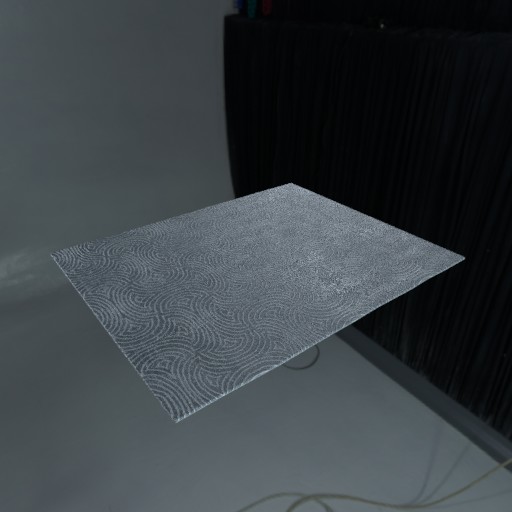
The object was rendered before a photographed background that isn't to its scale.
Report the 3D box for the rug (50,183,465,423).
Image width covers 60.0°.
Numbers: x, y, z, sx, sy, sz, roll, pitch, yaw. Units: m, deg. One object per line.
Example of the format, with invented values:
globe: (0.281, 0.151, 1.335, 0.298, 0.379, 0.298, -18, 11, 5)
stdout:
rug: (0.000, 0.000, 4.161, 3.042, 0.021, 2.456, -21, 36, -32)
